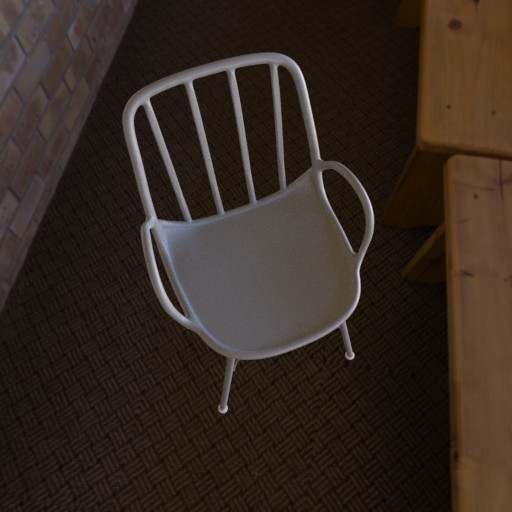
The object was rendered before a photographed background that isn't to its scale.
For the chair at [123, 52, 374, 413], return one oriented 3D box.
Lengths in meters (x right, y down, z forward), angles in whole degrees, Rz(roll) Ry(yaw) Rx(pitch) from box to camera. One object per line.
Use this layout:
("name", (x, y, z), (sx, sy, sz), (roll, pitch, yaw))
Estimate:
("chair", (0.000, 0.000, 1.221), (0.549, 0.816, 0.597), (-20, 66, -9))
